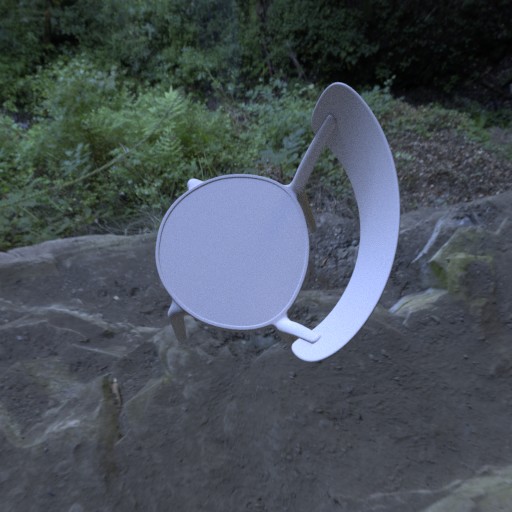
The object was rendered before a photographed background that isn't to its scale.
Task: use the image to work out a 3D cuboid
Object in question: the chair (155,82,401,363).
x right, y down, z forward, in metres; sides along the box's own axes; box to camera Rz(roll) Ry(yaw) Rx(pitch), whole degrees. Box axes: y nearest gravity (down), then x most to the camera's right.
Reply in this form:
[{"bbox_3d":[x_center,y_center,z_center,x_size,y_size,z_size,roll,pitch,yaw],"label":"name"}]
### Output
[{"bbox_3d":[0.000,0.000,1.134,0.491,0.790,0.506,6,77,1],"label":"chair"}]
